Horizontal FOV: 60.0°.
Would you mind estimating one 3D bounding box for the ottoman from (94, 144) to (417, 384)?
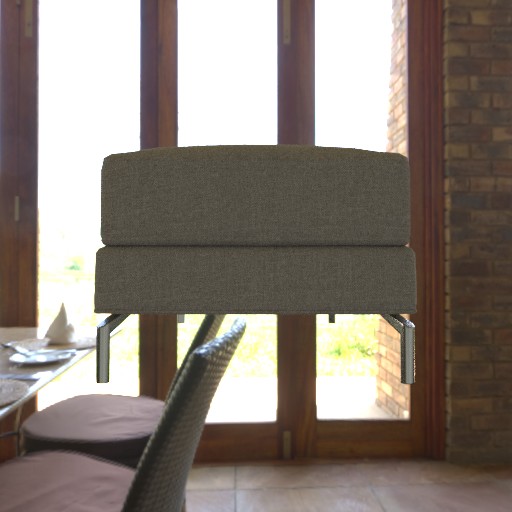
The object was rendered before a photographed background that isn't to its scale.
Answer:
[{"bbox_3d":[0.000,0.000,1.172,0.584,0.457,0.838,0,-1,0],"label":"ottoman"}]
